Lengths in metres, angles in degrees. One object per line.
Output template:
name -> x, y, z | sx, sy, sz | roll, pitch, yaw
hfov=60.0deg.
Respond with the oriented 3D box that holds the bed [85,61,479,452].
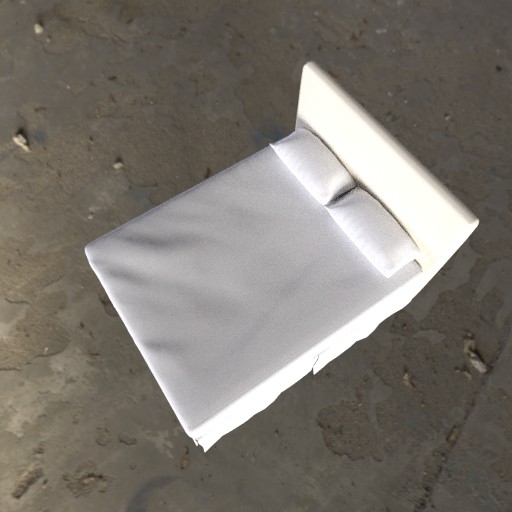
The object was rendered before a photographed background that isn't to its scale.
bed -> 0.000, 0.000, 3.226 | 2.142, 1.330, 1.713 | -31, 68, -14
